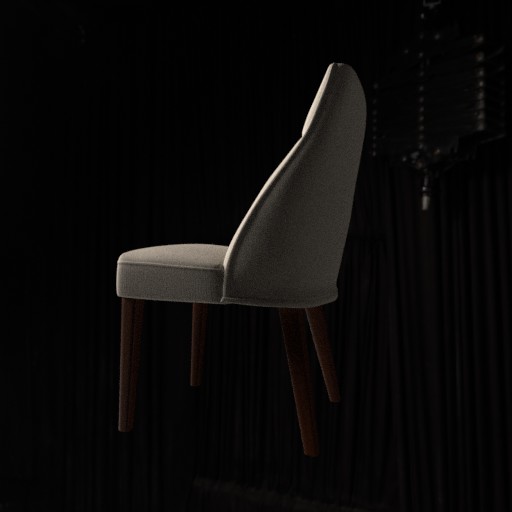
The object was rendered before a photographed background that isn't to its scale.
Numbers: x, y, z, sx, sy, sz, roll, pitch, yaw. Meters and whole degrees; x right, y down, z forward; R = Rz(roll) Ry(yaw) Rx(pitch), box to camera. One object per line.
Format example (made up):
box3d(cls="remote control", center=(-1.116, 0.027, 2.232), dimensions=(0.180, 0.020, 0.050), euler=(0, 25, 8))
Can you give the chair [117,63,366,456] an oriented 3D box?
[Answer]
box3d(cls="chair", center=(0.000, 0.000, 1.291), dimensions=(0.620, 0.930, 0.500), euler=(0, 0, 18))
